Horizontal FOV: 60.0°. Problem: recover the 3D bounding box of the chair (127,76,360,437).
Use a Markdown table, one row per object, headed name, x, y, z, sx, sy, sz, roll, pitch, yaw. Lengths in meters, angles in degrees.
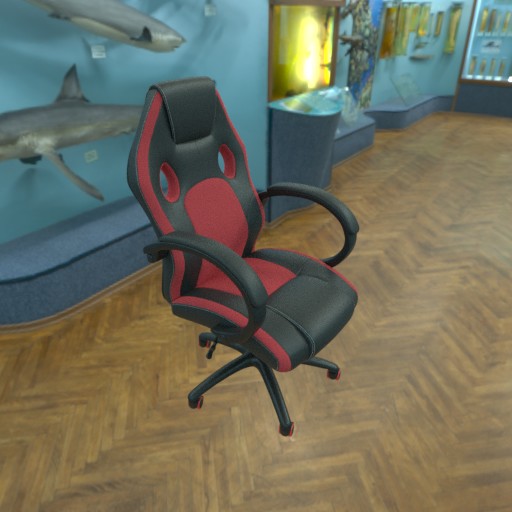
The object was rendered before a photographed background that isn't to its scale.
| name | x | y | z | sx | sy | sz | roll | pitch | yaw |
| --- | --- | --- | --- | --- | --- | --- | --- | --- | --- |
| chair | 0.000 | 0.000 | 1.643 | 0.724 | 1.187 | 0.673 | 20 | 34 | 32 |
